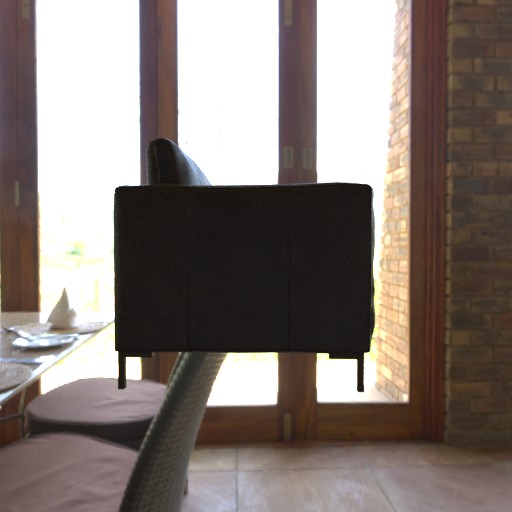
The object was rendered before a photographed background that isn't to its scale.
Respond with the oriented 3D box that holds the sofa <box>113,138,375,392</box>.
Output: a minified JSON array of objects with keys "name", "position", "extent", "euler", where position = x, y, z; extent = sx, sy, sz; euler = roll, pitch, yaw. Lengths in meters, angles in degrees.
[{"name":"sofa","position":[0.000,0.000,2.324],"extent":[0.947,0.883,1.805],"euler":[0,1,0]}]
